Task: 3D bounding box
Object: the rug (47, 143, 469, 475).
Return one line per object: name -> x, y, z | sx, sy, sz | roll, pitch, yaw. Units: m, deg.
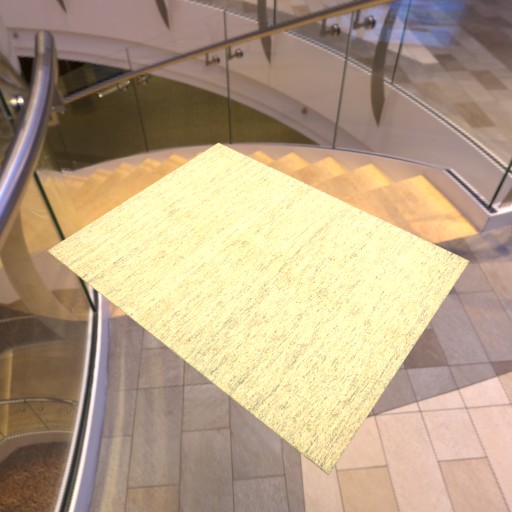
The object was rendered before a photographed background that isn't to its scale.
rug -> 0.000, 0.000, 4.215 | 3.201, 0.014, 2.437 | 31, 54, 26
